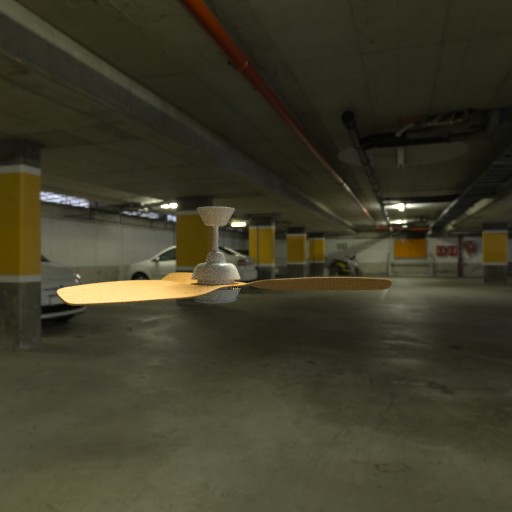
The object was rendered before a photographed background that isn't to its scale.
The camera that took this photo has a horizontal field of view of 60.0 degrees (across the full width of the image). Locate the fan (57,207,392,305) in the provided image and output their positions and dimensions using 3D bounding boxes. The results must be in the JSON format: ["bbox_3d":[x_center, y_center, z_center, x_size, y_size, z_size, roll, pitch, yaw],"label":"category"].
[{"bbox_3d":[0.000,0.000,1.678,1.010,0.355,1.142,0,0,0],"label":"fan"}]
